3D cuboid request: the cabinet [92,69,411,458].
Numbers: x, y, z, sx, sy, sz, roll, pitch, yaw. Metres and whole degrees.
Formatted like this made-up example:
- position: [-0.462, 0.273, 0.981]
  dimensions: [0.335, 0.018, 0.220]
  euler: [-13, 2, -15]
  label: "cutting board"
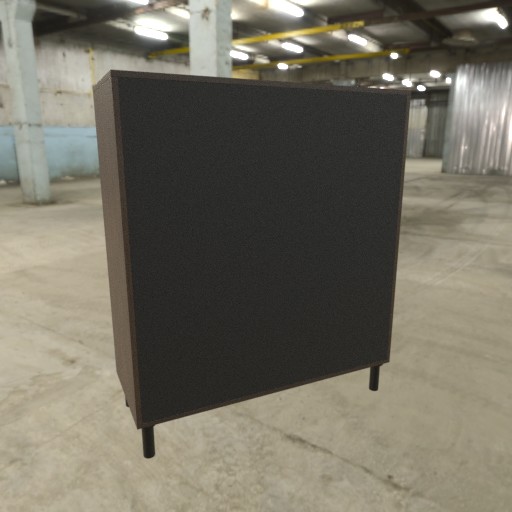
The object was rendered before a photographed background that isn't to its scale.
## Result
- position: [0.000, 0.000, 1.648]
  dimensions: [1.010, 1.170, 0.400]
  euler: [-7, 16, -25]
  label: "cabinet"
